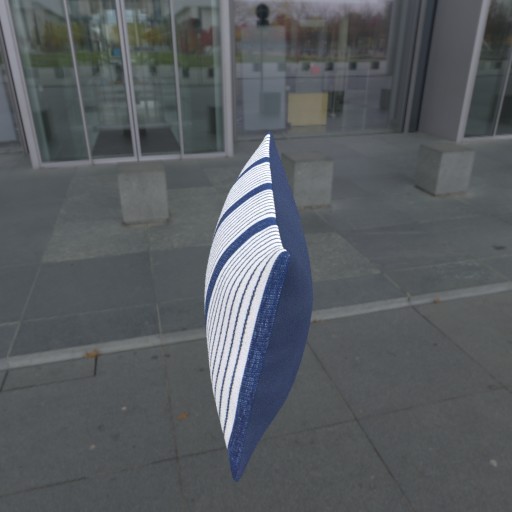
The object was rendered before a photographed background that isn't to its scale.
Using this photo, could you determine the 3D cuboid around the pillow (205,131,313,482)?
[{"bbox_3d":[0.000,0.000,0.720,0.156,0.292,0.608,0,25,0],"label":"pillow"}]
